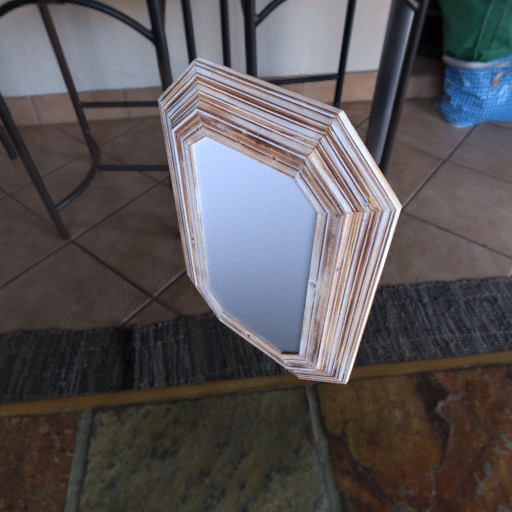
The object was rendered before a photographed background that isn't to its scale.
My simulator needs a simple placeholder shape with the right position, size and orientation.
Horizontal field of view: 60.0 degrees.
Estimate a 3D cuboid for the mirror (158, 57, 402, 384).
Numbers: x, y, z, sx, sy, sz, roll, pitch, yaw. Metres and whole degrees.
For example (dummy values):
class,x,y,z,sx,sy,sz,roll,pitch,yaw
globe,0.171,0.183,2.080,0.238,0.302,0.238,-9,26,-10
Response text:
class,x,y,z,sx,sy,sz,roll,pitch,yaw
mirror,0.000,0.000,1.283,0.709,1.015,0.061,31,54,27
